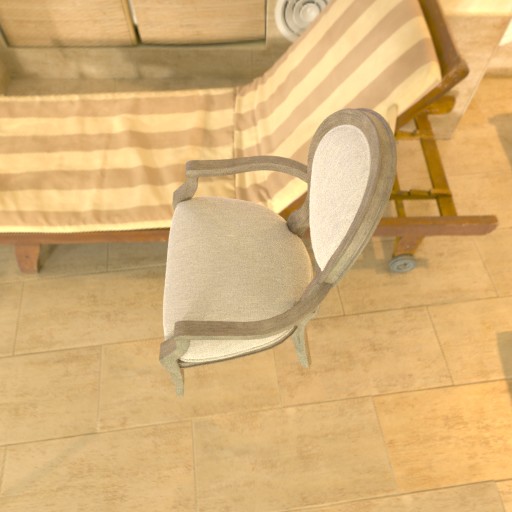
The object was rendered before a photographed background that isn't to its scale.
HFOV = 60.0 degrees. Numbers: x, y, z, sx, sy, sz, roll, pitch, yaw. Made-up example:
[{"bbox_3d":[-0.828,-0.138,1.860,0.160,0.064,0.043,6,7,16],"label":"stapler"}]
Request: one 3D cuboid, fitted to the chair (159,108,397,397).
[{"bbox_3d":[0.000,0.000,1.374,0.602,0.991,0.611,-1,59,-1],"label":"chair"}]
